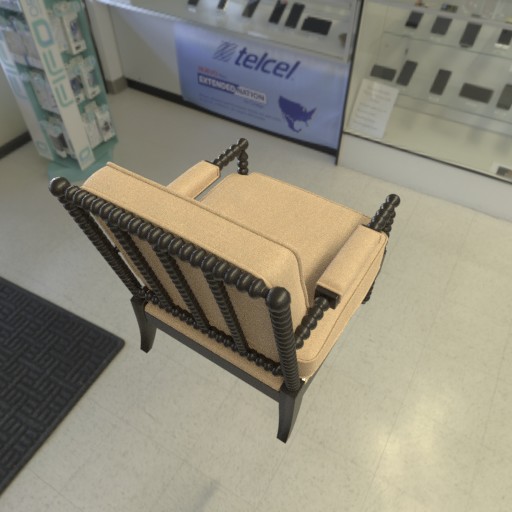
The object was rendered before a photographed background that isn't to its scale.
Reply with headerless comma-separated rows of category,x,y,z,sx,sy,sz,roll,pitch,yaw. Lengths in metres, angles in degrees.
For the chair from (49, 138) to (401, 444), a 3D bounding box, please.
chair,0.000,0.000,1.168,0.555,0.703,0.657,26,52,22
